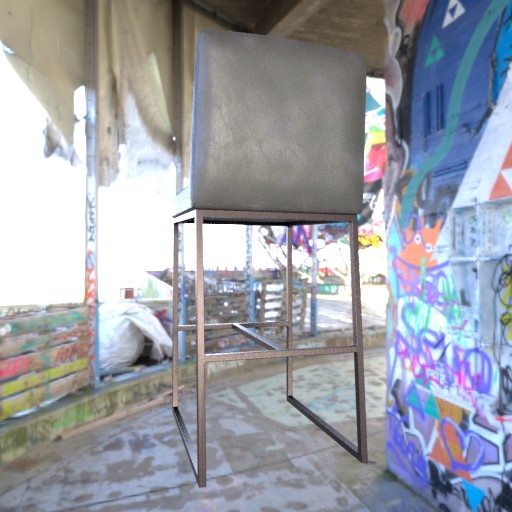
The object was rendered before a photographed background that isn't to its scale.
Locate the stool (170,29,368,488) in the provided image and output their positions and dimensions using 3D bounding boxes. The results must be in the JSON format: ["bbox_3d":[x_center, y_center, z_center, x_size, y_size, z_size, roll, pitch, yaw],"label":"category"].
[{"bbox_3d":[0.000,0.000,1.337,0.463,1.065,0.562,0,-1,-17],"label":"stool"}]
